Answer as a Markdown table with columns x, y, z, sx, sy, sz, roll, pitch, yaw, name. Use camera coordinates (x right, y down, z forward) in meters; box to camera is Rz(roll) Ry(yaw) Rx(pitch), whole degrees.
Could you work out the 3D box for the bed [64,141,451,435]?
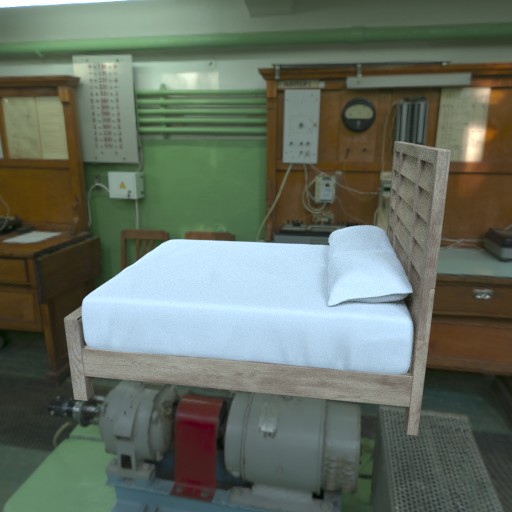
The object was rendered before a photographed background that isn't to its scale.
| x | y | z | sx | sy | sz | roll | pitch | yaw | name |
| --- | --- | --- | --- | --- | --- | --- | --- | --- | --- |
| 0.000 | 0.000 | 3.313 | 2.197 | 1.626 | 1.626 | 3 | 16 | 9 | bed |
